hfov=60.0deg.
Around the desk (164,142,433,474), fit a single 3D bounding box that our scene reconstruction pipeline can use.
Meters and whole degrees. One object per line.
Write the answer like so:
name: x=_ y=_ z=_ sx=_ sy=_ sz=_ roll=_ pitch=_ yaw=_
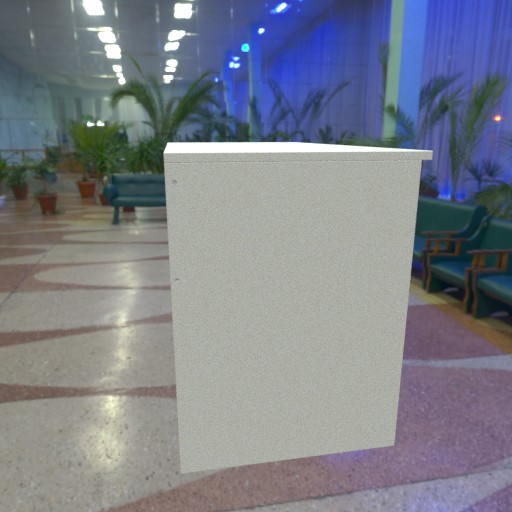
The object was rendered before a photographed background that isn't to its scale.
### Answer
desk: x=0.000 y=0.000 z=1.507 sx=0.560 sy=0.730 sz=1.100 roll=-3 pitch=16 yaw=-10
